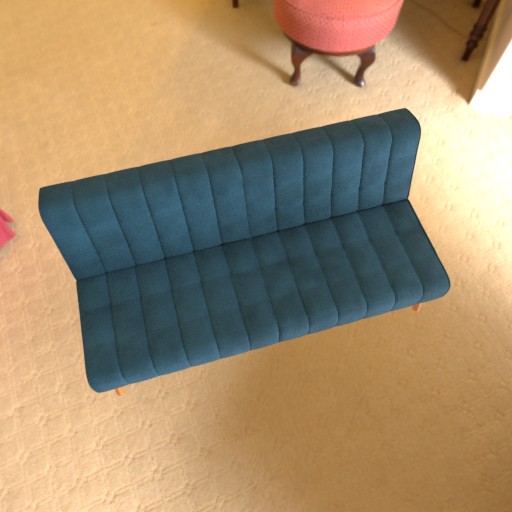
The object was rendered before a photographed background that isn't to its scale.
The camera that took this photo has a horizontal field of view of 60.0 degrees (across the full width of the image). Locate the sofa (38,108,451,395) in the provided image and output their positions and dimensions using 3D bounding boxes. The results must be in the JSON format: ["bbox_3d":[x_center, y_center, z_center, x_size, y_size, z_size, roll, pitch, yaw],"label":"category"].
[{"bbox_3d":[0.000,0.000,2.267,1.804,0.813,0.855,-14,64,-7],"label":"sofa"}]
